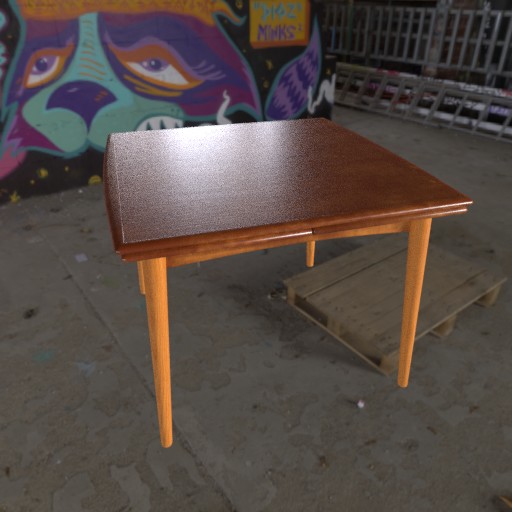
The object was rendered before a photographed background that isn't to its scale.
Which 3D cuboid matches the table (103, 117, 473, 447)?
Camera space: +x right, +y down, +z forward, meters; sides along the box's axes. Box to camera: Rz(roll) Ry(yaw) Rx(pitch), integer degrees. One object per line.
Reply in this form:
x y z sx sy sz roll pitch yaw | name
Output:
0.000 0.000 1.685 0.991 0.754 0.991 -9 32 -14 | table
